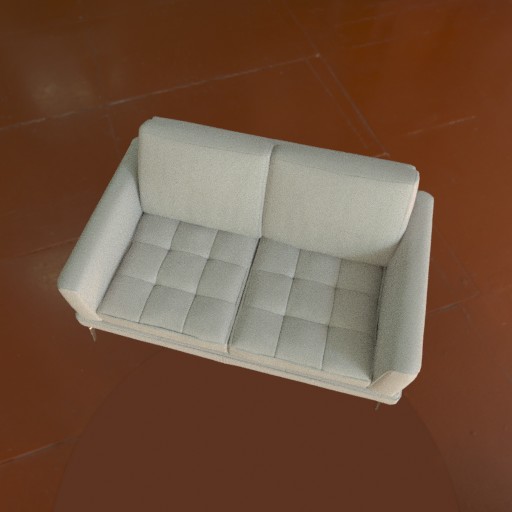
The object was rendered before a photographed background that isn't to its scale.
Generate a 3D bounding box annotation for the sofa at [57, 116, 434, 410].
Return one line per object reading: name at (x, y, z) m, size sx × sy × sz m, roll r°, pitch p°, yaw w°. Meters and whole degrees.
sofa at (0.000, 0.000, 2.443) m, size 1.819 × 0.930 × 1.121 m, roll 13°, pitch 60°, yaw 7°
